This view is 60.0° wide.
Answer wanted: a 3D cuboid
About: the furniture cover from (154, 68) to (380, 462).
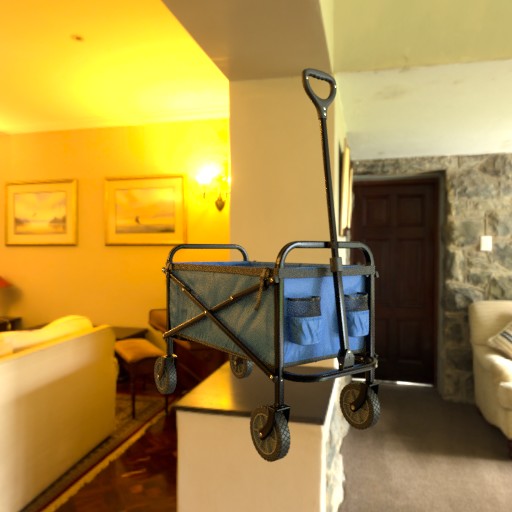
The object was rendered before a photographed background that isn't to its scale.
[{"bbox_3d":[0.000,0.000,1.846,0.532,1.295,1.038,-1,1,-36],"label":"furniture cover"}]
